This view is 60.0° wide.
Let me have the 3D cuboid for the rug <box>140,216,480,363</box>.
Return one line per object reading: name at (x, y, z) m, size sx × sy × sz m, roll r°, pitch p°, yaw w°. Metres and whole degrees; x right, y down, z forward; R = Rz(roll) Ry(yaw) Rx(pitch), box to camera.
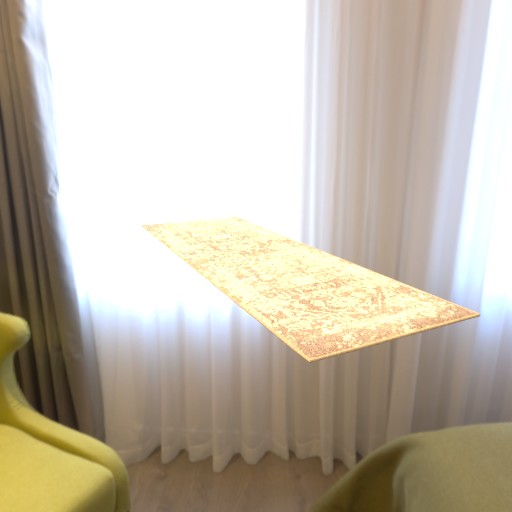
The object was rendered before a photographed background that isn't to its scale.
rug at (0.000, 0.000, 2.698) m, size 0.855 × 0.017 × 2.452 m, roll -8°, pitch 18°, yaw -26°
